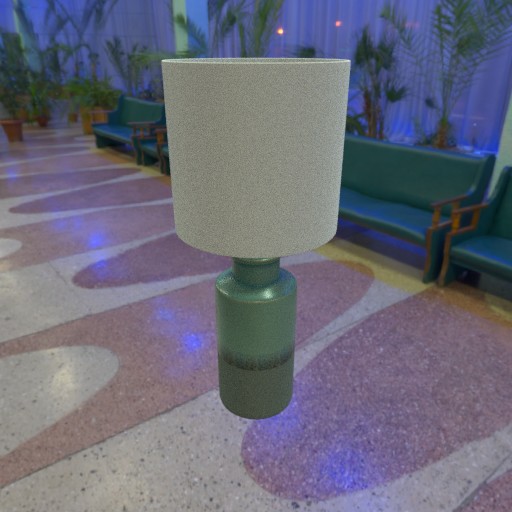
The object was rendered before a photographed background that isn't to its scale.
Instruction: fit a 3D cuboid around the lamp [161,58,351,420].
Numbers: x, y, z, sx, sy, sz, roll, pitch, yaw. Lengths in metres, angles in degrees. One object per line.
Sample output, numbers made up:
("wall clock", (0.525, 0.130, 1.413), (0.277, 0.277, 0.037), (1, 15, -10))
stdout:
("lamp", (0.000, 0.000, 0.609), (0.212, 0.493, 0.212), (-17, 30, -31))
